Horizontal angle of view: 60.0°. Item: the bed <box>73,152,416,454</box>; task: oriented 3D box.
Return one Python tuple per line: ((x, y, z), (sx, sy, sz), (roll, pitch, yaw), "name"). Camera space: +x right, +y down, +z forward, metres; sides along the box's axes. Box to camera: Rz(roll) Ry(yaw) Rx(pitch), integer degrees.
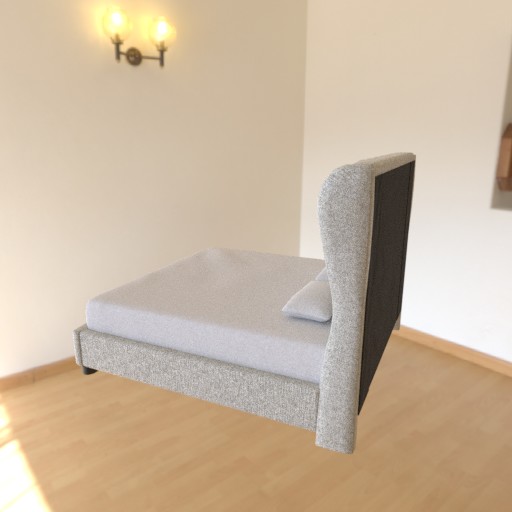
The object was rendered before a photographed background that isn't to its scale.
((0.000, 0.000, 3.933), (2.347, 1.771, 2.219), (7, 17, 24), "bed")
